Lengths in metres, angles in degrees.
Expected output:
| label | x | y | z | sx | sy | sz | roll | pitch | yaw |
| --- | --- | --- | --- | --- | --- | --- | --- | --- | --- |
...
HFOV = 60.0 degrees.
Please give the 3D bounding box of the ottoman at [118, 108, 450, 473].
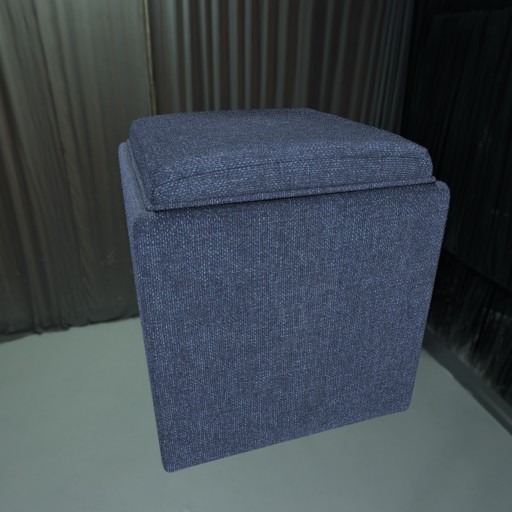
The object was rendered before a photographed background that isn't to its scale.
| label | x | y | z | sx | sy | sz | roll | pitch | yaw |
| --- | --- | --- | --- | --- | --- | --- | --- | --- | --- |
| ottoman | 0.000 | 0.000 | 0.821 | 0.436 | 0.493 | 0.454 | -8 | 27 | -16 |
